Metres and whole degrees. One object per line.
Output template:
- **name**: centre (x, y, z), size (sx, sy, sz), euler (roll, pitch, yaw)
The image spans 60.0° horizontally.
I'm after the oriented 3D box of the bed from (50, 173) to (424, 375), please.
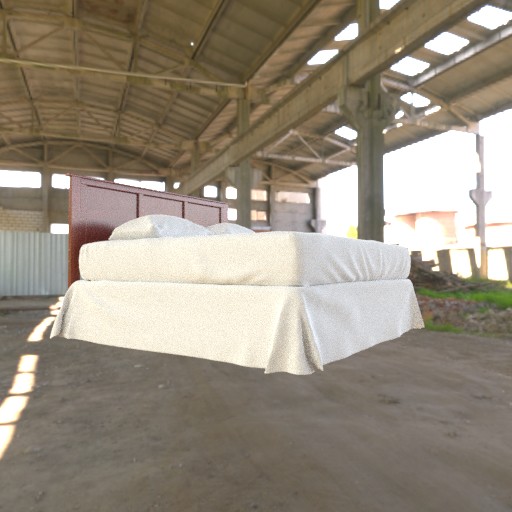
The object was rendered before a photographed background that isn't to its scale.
- **bed**: centre (0.000, 0.000, 3.646), size (2.219, 1.271, 2.314), euler (-1, -2, 35)
